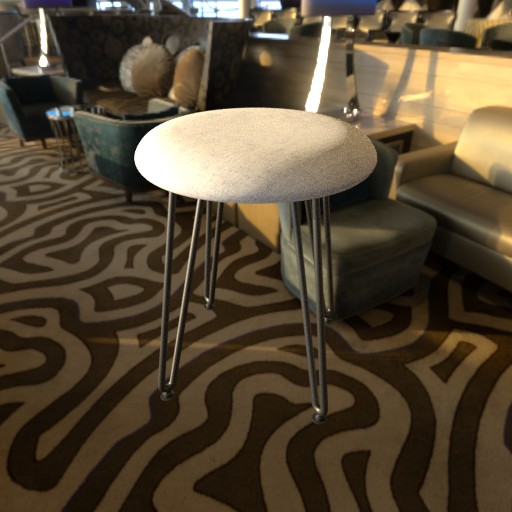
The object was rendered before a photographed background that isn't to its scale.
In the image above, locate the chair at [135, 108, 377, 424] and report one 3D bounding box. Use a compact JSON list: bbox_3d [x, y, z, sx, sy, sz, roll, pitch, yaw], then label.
[{"bbox_3d":[0.000,0.000,0.659,0.350,0.386,0.350,-19,35,-29],"label":"chair"}]
